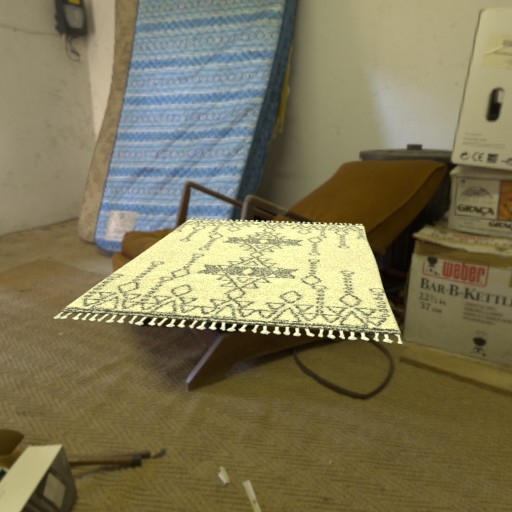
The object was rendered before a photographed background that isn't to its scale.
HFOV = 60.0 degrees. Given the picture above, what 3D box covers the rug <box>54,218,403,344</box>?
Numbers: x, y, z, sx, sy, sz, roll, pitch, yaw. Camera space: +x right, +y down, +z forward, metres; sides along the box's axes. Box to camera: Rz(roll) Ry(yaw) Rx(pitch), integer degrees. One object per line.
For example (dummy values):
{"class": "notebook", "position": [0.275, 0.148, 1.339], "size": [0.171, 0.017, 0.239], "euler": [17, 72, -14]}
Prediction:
{"class": "rug", "position": [0.000, 0.000, 4.025], "size": [2.125, 0.028, 3.027], "euler": [3, 17, 8]}
